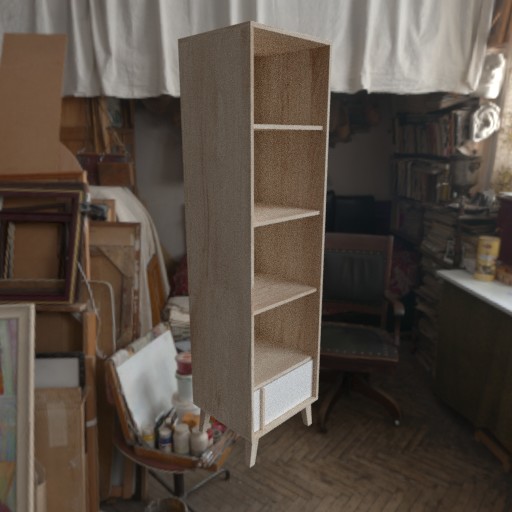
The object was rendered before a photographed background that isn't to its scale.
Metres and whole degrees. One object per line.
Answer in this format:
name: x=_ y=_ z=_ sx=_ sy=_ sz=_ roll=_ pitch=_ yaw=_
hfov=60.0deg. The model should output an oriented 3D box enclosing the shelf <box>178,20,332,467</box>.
shelf: x=0.000 y=0.000 z=2.198 sx=0.450 sy=1.960 sz=0.510 roll=14 pitch=21 yaw=43
